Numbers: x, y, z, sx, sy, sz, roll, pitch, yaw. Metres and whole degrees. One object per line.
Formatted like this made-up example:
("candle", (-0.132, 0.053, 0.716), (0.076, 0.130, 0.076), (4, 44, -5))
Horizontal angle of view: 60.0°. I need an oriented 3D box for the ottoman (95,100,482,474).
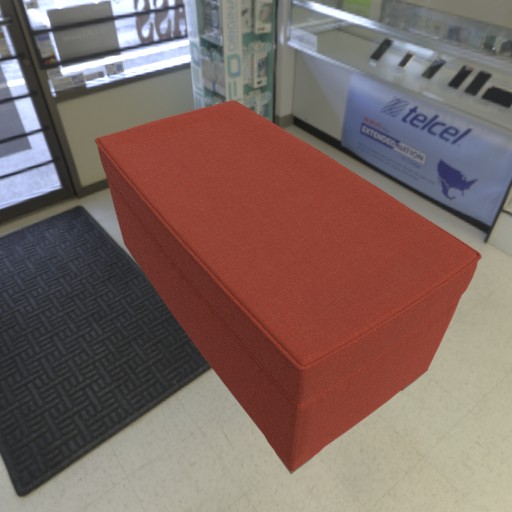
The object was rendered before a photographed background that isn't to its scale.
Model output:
("ottoman", (0.000, 0.000, 1.211), (0.497, 0.454, 0.948), (-25, 48, -25))
